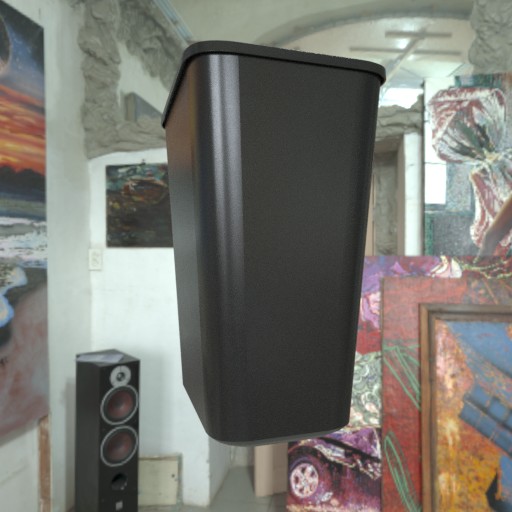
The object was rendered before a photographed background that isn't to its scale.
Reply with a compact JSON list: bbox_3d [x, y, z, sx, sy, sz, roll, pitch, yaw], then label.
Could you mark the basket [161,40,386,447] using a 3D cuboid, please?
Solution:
[{"bbox_3d":[0.000,0.000,0.747,0.287,0.521,0.394,0,1,-17],"label":"basket"}]
